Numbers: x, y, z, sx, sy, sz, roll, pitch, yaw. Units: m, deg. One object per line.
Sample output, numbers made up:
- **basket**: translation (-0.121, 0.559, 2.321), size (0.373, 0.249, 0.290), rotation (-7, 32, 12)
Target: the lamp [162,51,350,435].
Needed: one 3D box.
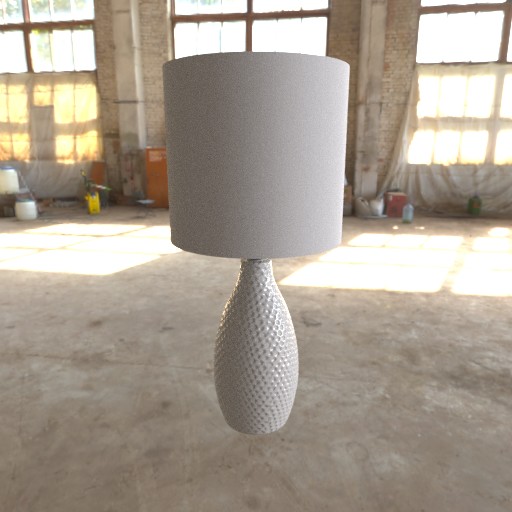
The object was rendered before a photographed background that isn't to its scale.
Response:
- **lamp**: translation (0.000, 0.000, 0.573), size (0.214, 0.466, 0.214), rotation (8, 16, 27)
